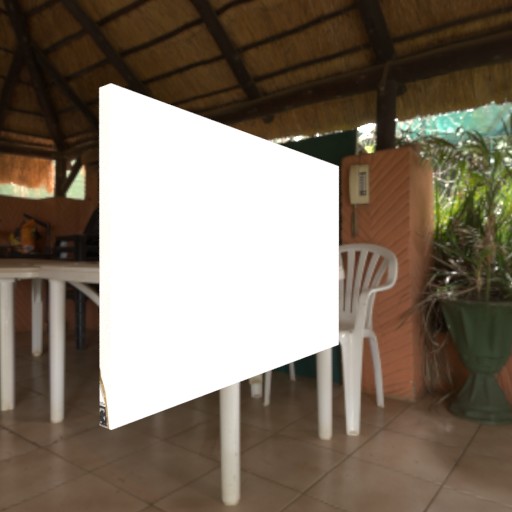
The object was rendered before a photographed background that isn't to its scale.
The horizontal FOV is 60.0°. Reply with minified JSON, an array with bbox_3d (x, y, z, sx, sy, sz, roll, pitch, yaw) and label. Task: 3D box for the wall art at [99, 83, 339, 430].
[{"bbox_3d":[0.000,0.000,1.140,0.038,0.601,0.898,0,0,36],"label":"wall art"}]
